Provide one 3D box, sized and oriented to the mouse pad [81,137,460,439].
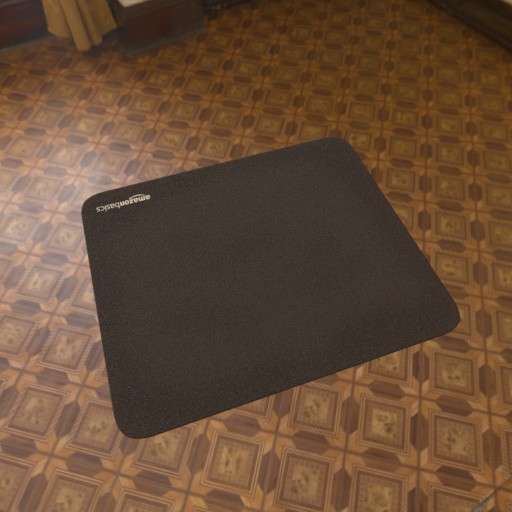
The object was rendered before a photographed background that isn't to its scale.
[{"bbox_3d":[0.000,0.000,0.347,0.249,0.002,0.211,-16,58,-10],"label":"mouse pad"}]
